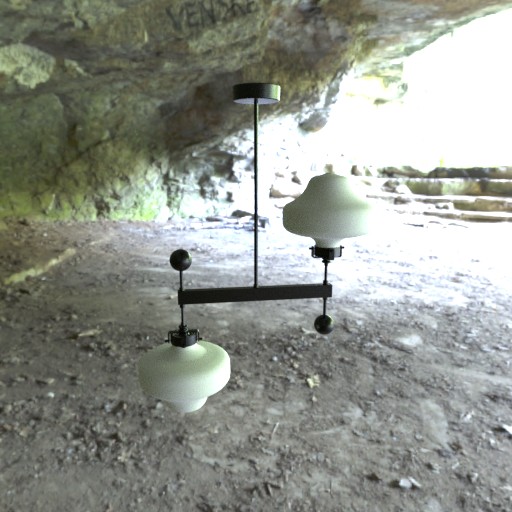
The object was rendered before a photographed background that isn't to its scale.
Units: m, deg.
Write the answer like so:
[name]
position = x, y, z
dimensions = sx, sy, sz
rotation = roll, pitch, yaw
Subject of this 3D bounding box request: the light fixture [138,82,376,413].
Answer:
[light fixture]
position = 0.000, 0.000, 1.028
dimensions = 0.422, 0.743, 0.489
rotation = 11, 16, 43
